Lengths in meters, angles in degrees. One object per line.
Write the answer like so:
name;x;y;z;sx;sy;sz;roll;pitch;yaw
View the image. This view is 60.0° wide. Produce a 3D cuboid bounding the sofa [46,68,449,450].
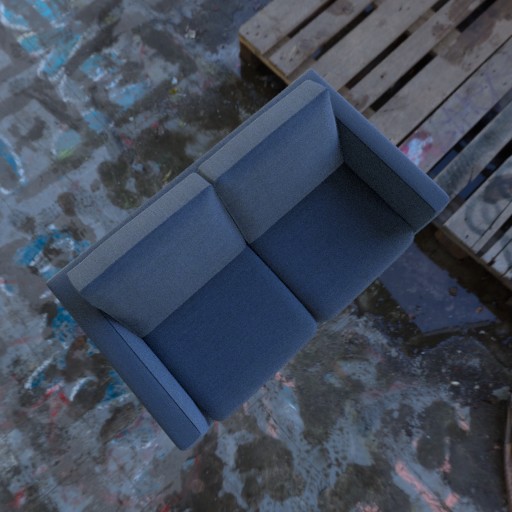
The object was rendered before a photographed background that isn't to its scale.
sofa;0.000;0.000;2.278;1.659;0.907;0.999;-41;80;-9
